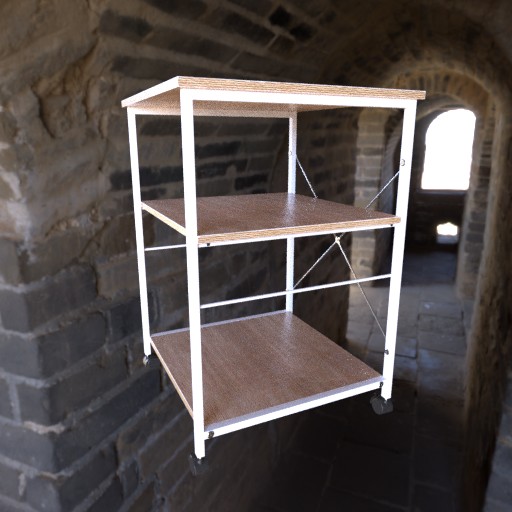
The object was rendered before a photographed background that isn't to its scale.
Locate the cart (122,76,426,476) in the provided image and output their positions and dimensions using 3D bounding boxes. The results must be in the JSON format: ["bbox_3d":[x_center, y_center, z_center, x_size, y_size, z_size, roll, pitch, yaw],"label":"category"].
[{"bbox_3d":[0.000,0.000,1.121,0.520,0.762,0.521,-7,16,-25],"label":"cart"}]
